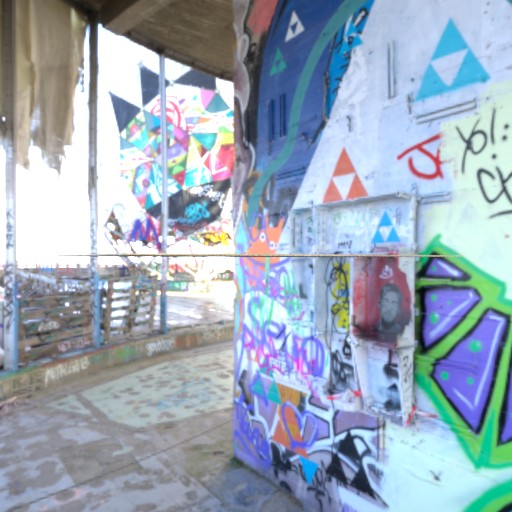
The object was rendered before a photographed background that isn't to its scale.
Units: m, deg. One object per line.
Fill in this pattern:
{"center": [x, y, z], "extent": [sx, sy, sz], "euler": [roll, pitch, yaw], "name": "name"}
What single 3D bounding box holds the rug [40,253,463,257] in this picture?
{"center": [0.000, 0.000, 2.303], "extent": [1.827, 0.006, 1.221], "euler": [0, 0, -36], "name": "rug"}
